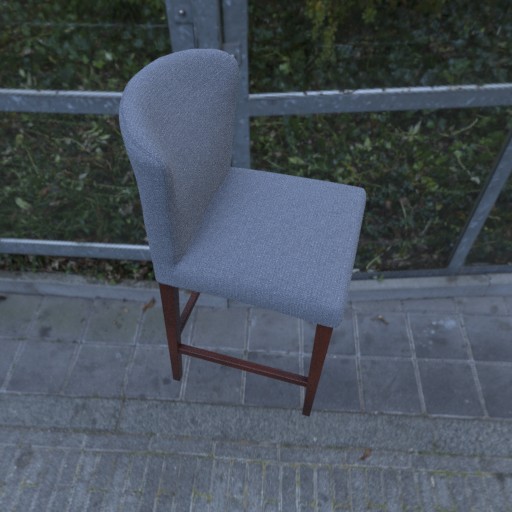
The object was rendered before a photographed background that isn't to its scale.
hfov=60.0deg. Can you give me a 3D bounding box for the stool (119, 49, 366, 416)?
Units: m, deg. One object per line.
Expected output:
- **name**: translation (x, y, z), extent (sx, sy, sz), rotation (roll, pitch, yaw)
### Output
- **stool**: translation (0.000, 0.000, 1.336), extent (0.568, 1.069, 0.486), rotation (12, 49, 11)
